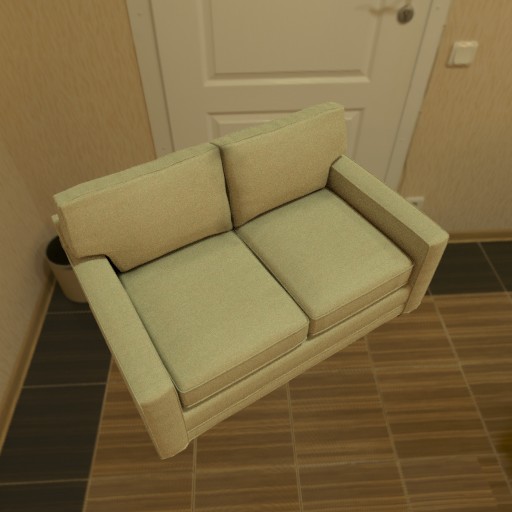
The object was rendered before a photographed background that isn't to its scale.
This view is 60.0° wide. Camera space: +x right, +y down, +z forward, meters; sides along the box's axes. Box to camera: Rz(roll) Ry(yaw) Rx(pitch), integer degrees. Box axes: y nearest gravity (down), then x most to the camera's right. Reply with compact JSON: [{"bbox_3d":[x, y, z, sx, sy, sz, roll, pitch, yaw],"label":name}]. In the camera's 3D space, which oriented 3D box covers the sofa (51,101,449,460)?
[{"bbox_3d":[0.000,0.000,2.051,1.484,0.853,0.942,-25,52,-21],"label":"sofa"}]
